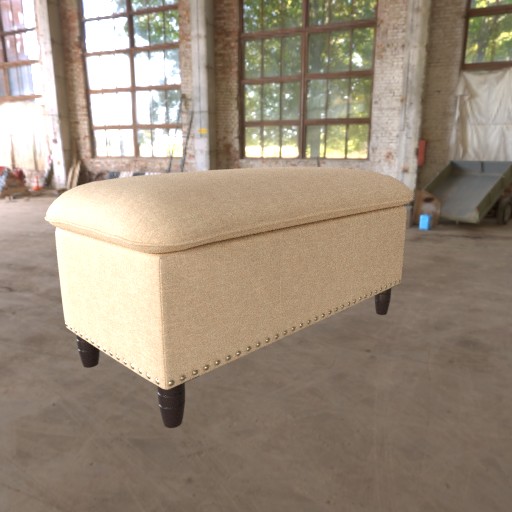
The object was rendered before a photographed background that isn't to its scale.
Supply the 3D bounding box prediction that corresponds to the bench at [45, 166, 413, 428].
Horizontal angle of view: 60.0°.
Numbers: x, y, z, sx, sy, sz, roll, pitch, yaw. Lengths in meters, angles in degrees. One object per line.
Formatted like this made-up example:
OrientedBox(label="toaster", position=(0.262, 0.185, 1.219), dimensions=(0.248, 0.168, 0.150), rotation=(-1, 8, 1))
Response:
OrientedBox(label="bench", position=(0.000, 0.000, 1.248), dimensions=(0.483, 0.483, 0.991), rotation=(13, 19, 42))
